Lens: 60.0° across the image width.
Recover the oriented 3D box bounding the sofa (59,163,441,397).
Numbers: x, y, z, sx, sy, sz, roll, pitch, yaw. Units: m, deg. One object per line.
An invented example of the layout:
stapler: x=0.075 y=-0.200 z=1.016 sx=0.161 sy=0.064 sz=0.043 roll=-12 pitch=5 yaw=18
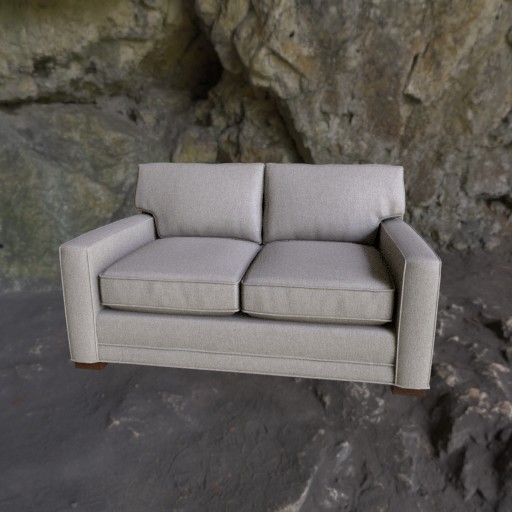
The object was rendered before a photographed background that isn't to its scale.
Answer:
sofa: x=0.000 y=0.000 z=2.138 sx=1.484 sy=0.853 sz=0.940 roll=2 pitch=15 yaw=9
